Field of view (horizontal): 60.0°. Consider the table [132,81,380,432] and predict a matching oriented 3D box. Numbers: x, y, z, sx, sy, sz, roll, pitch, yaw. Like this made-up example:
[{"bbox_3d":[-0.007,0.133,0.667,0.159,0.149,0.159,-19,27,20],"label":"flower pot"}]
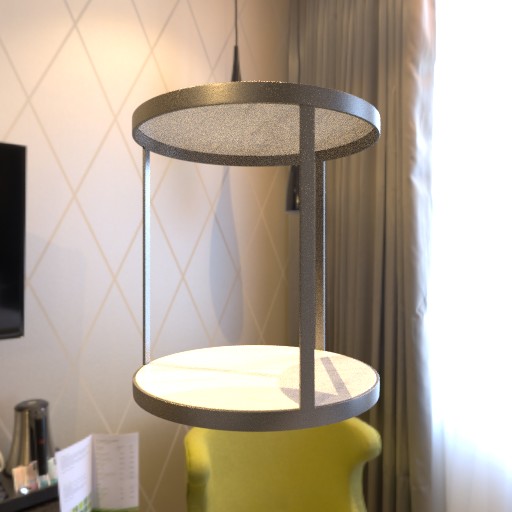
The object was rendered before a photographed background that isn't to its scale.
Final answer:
[{"bbox_3d":[0.000,0.000,0.827,0.445,0.479,0.445,0,0,0],"label":"table"}]
